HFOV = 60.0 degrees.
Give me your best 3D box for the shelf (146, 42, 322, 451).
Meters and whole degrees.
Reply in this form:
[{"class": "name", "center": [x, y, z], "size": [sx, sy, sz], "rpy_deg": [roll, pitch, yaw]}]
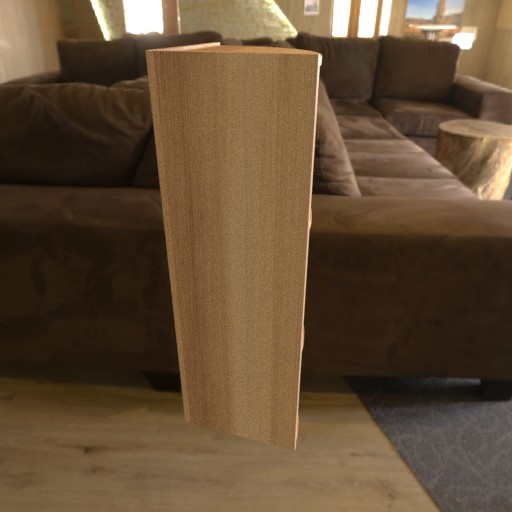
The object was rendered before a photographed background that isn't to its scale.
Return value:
[{"class": "shelf", "center": [0.000, 0.000, 1.022], "size": [0.290, 0.872, 0.290], "rpy_deg": [9, 30, 16]}]
